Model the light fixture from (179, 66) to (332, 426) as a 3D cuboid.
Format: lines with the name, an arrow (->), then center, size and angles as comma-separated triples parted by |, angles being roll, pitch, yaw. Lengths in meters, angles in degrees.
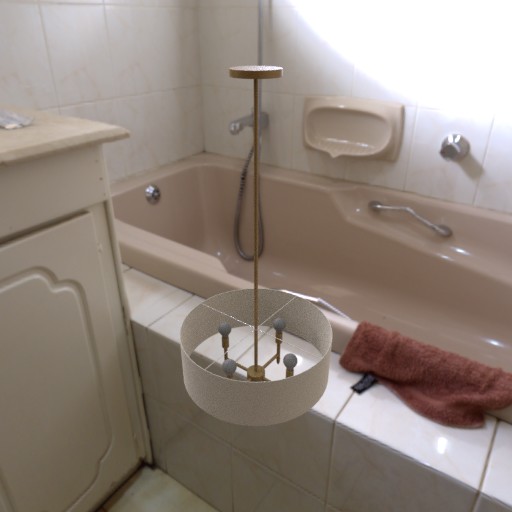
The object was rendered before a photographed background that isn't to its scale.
light fixture -> 0.000, 0.000, 1.362 | 0.508, 1.067, 0.508 | 0, 28, 0
